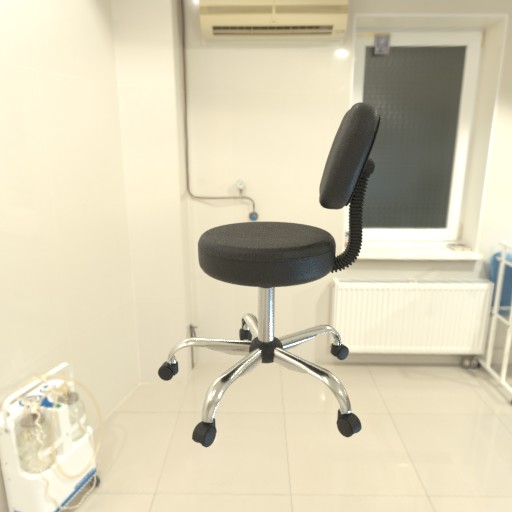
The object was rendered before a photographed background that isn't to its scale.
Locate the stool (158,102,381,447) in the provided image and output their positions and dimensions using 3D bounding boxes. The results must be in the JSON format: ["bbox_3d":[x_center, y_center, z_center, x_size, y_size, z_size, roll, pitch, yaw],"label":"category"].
[{"bbox_3d":[0.000,0.000,1.331,0.648,0.862,0.673,2,15,7],"label":"stool"}]
